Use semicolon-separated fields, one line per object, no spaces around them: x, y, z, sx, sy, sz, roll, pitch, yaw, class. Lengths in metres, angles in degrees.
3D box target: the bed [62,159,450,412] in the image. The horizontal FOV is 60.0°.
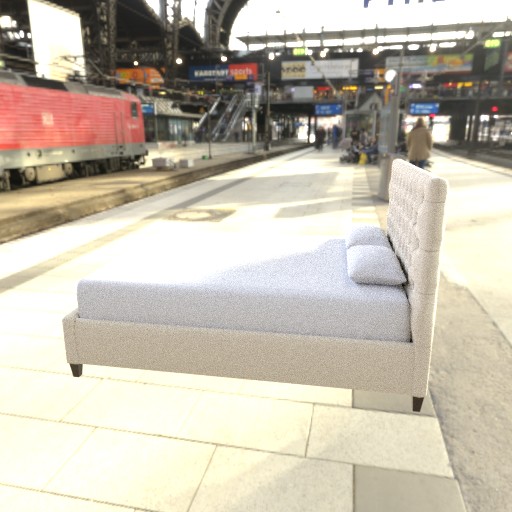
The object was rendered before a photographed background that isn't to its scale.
0.000;0.000;3.496;2.387;1.427;1.698;3;16;10;bed
